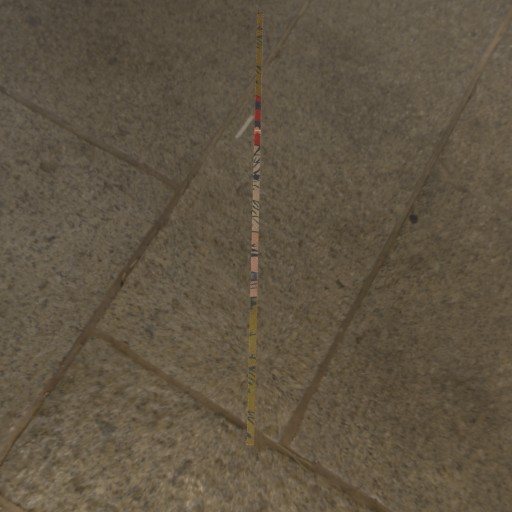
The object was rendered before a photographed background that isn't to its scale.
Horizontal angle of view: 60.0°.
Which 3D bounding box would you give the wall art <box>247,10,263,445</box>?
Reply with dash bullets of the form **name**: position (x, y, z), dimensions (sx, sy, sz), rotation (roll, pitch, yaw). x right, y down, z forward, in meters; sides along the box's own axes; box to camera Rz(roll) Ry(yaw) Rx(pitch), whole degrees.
- **wall art**: position (0.000, 0.000, 1.325), dimensions (0.013, 0.913, 0.904), rotation (1, 76, 0)
